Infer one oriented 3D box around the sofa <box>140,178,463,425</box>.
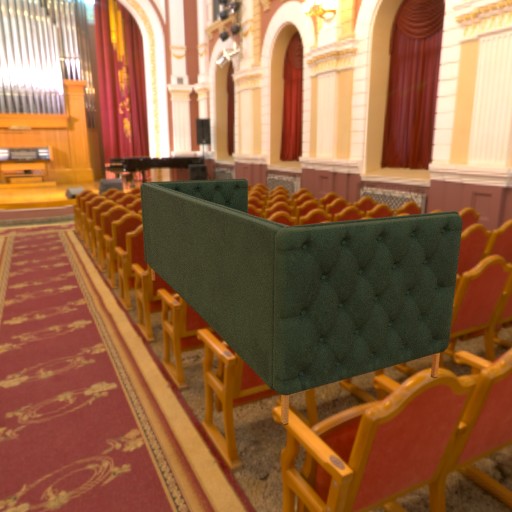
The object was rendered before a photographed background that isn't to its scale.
[{"bbox_3d":[0.000,0.000,2.682,0.895,0.771,2.209,-7,16,-26],"label":"sofa"}]
